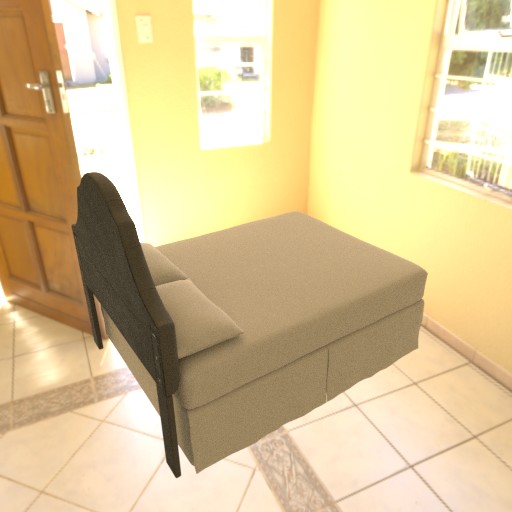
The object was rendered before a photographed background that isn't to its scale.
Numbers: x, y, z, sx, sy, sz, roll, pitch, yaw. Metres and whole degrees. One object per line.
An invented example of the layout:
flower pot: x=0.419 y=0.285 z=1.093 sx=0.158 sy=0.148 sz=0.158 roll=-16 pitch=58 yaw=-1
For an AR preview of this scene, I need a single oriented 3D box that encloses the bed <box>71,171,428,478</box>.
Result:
bed: x=0.000 y=0.000 z=3.256 sx=2.155 sy=1.575 sz=1.636 roll=-17 pitch=31 yaw=-31
